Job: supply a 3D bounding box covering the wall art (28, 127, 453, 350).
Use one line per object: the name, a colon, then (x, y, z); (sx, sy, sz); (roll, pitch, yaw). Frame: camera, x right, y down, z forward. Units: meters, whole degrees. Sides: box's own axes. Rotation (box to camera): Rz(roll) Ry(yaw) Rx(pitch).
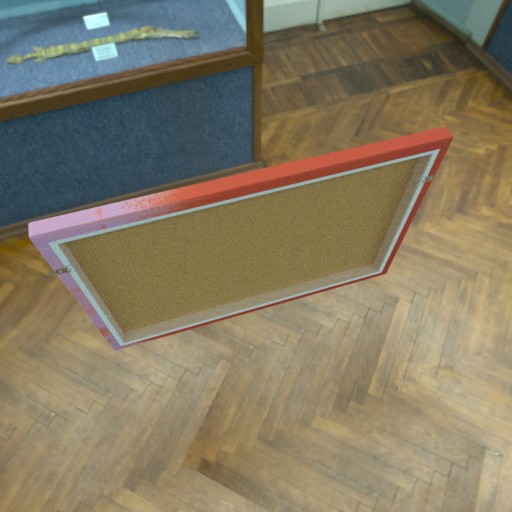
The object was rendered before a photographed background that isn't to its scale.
wall art: (0.000, 0.000, 1.174); (0.913, 0.609, 0.040); (-15, 59, -9)
